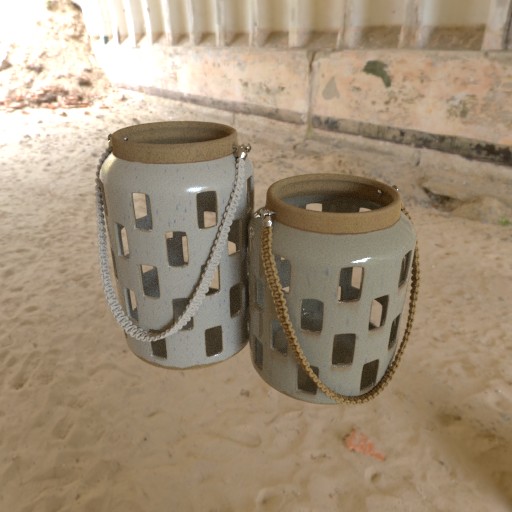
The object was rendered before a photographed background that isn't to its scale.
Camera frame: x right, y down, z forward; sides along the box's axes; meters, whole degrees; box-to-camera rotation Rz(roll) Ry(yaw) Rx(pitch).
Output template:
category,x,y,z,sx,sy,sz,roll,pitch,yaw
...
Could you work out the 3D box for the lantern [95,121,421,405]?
category,x,y,z,sx,sy,sz,roll,pitch,yaw
lantern,0.000,0.000,0.486,0.347,0.255,0.184,8,27,16
